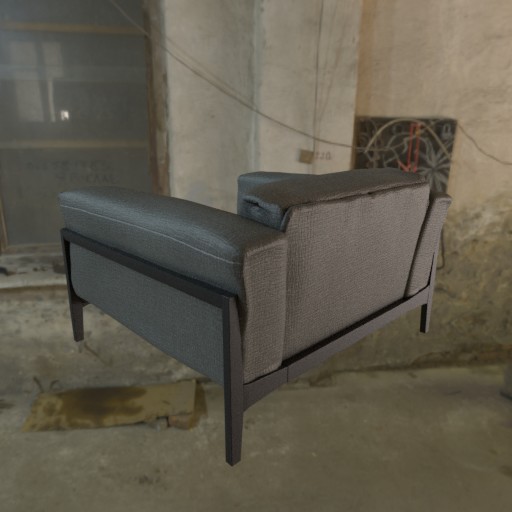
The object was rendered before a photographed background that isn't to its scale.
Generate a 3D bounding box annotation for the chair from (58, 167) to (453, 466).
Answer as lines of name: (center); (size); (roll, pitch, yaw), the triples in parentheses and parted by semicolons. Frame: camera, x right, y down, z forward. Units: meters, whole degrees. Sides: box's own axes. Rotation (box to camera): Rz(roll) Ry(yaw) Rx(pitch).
chair: (0.000, 0.000, 1.618); (1.056, 0.646, 0.969); (-16, 23, -42)
